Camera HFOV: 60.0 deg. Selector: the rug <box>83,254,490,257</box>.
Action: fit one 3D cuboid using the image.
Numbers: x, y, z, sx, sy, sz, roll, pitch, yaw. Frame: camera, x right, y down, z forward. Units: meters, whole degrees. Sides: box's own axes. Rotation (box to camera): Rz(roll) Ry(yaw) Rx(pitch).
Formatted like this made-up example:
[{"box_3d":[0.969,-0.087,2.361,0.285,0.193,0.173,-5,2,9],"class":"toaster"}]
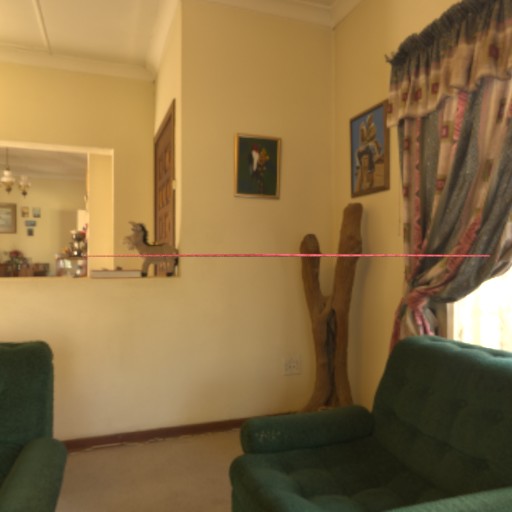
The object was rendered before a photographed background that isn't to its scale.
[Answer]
[{"box_3d":[0.000,0.000,4.303,2.389,0.011,3.306,0,0,-36],"class":"rug"}]
